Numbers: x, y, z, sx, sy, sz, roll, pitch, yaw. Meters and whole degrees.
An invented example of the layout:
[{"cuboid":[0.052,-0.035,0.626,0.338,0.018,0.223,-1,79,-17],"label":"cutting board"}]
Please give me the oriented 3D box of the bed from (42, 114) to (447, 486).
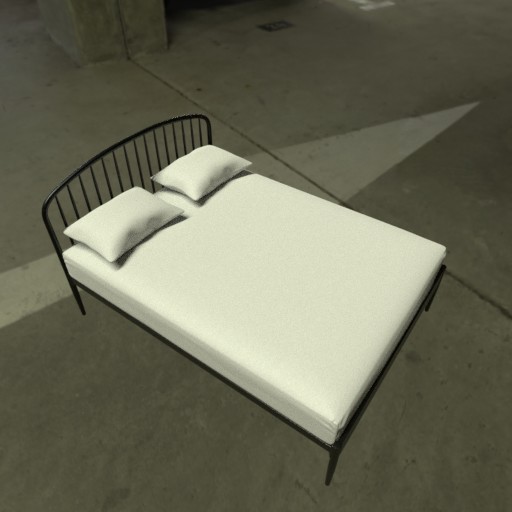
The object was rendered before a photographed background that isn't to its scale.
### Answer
[{"cuboid":[0.000,0.000,3.027,2.159,1.166,1.618,26,48,26],"label":"bed"}]
